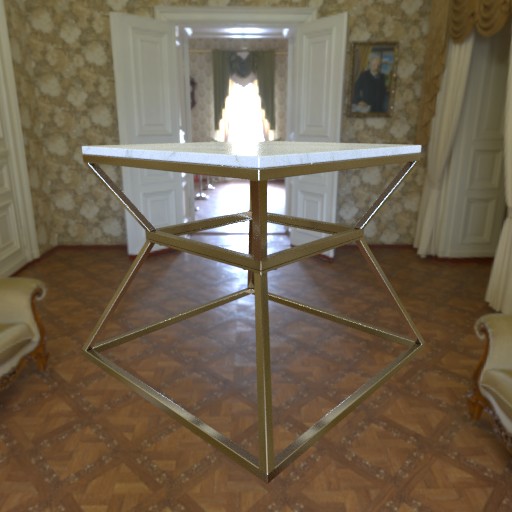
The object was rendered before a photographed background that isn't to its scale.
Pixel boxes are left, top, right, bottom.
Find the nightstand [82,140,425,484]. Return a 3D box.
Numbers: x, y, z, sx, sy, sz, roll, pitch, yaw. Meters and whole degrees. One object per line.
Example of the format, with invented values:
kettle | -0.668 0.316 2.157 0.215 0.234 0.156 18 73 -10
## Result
nightstand | 0.000 0.000 0.881 0.514 0.426 0.513 14 22 41
